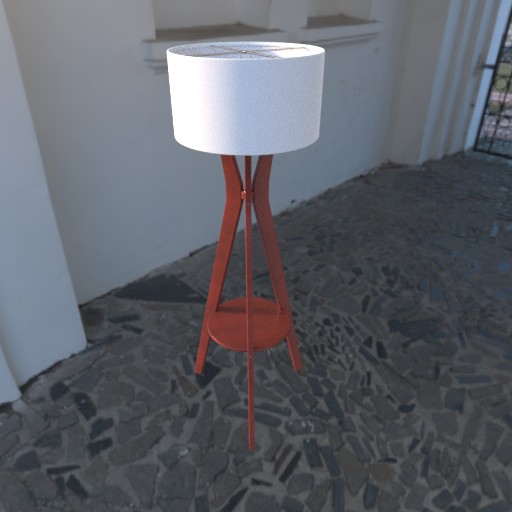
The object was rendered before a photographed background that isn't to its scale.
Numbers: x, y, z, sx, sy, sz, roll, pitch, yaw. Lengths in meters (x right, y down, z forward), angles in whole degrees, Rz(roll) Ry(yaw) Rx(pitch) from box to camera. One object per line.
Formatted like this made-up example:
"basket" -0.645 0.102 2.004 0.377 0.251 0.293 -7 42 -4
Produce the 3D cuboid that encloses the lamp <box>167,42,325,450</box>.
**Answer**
"lamp" 0.000 0.000 1.728 0.542 1.472 0.539 -18 35 -28
